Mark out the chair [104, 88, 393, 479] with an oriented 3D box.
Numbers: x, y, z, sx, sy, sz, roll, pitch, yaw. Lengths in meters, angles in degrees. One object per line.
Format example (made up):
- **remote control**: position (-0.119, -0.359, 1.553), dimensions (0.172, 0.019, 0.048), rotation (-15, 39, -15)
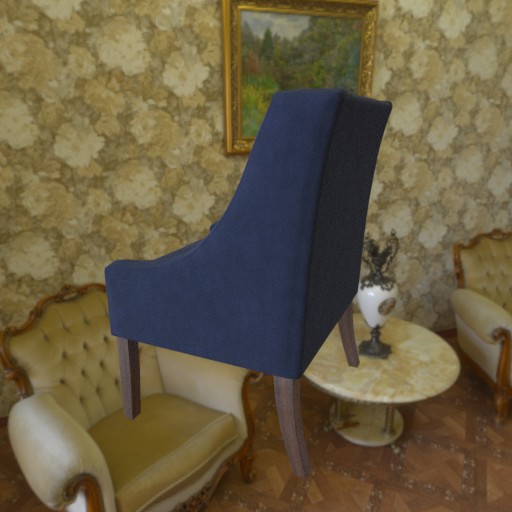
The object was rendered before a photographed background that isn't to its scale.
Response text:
- **chair**: position (0.000, 0.000, 1.317), dimensions (0.629, 0.895, 0.629), rotation (8, 18, 24)
